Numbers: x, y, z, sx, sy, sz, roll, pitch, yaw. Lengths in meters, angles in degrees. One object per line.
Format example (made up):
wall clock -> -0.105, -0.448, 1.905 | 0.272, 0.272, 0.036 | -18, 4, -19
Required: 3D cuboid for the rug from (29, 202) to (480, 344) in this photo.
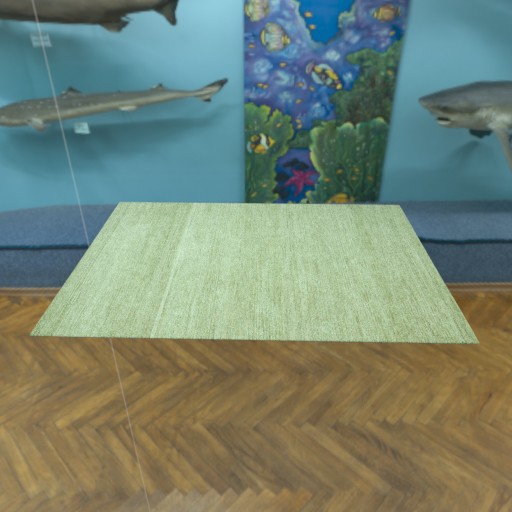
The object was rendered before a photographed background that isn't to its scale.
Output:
rug -> 0.000, 0.000, 2.910 | 2.270, 0.017, 1.606 | 1, 32, 1
